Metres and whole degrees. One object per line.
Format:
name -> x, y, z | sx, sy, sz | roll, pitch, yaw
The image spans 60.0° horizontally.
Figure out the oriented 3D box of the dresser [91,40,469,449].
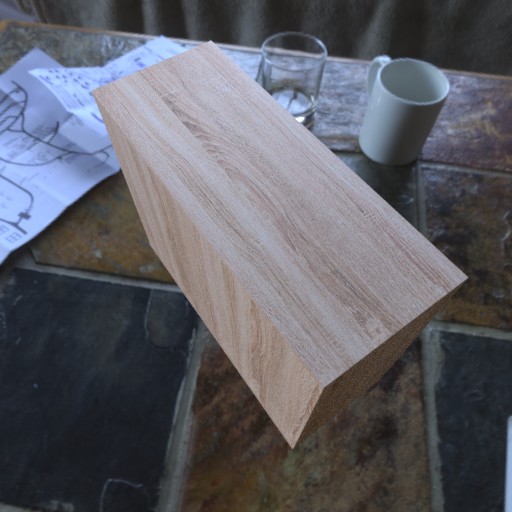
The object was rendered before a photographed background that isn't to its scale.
dresser -> 0.000, 0.000, 1.571 | 0.450, 0.900, 1.100 | -31, 64, -17
